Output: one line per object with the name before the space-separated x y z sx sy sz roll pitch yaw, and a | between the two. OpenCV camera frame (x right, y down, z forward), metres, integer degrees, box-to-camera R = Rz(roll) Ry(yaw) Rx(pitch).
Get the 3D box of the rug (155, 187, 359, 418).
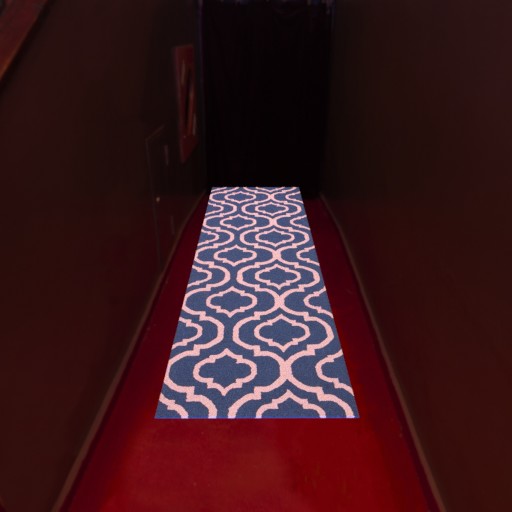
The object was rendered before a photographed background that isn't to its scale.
rug | 0.000 0.000 2.498 0.685 0.006 2.296 0 28 0
